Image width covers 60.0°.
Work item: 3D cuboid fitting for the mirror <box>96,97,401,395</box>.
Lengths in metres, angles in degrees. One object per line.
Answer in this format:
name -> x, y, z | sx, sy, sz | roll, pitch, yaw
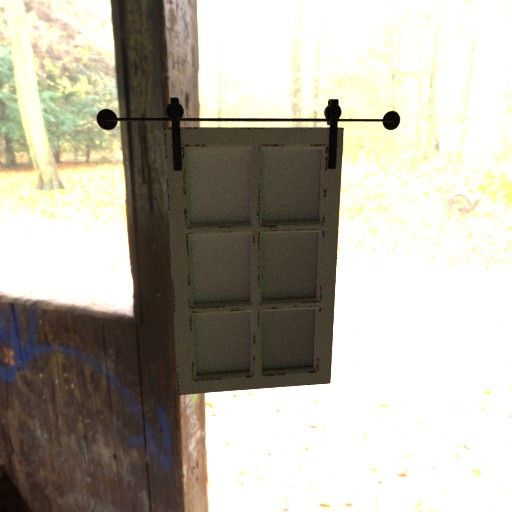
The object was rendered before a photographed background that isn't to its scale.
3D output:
mirror -> 0.000, 0.000, 1.252 | 0.808, 0.844, 0.037 | -2, 16, -7
